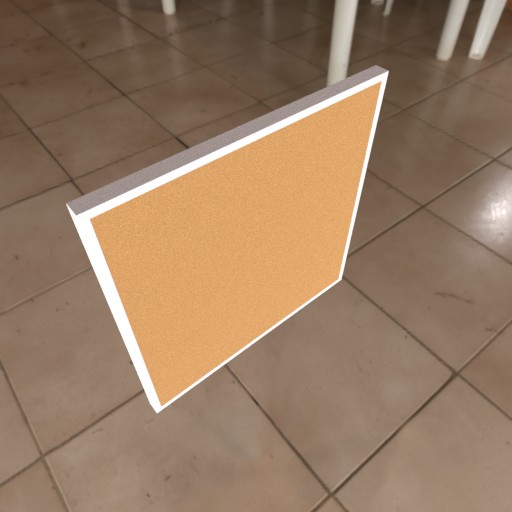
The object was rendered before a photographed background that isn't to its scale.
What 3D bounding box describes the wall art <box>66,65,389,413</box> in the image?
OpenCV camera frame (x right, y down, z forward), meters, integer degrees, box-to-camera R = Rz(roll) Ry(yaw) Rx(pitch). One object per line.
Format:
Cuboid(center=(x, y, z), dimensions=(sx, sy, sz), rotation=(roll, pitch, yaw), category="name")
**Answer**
Cuboid(center=(0.000, 0.000, 1.147), dimensions=(0.762, 0.762, 0.038), rotation=(-32, 55, -25), category="wall art")
